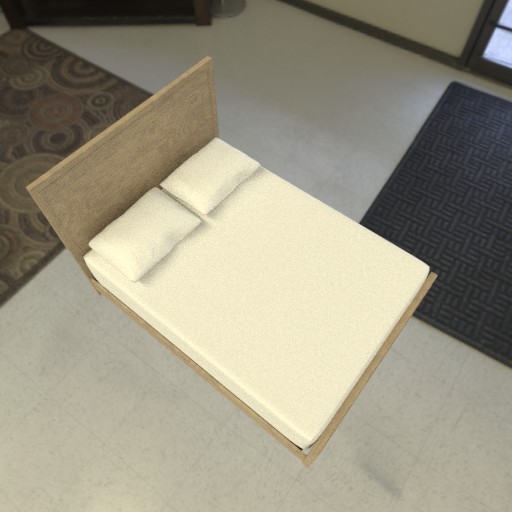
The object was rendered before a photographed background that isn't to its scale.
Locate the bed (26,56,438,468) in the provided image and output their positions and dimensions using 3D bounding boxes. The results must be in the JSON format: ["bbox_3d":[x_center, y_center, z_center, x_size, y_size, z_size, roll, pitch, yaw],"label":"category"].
[{"bbox_3d":[0.000,0.000,3.164,2.189,1.369,1.606,34,64,19],"label":"bed"}]
